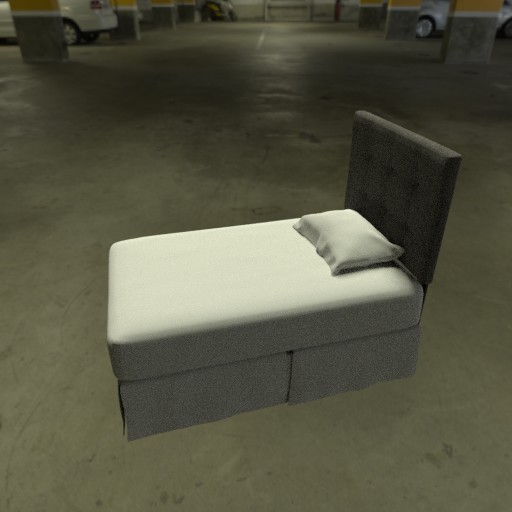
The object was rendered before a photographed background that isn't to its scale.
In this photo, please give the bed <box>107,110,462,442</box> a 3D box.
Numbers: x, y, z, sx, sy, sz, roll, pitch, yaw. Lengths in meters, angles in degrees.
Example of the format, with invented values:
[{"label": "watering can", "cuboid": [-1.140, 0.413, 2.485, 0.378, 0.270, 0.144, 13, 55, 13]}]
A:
[{"label": "bed", "cuboid": [0.000, 0.000, 2.976, 1.997, 1.571, 1.261, -8, 31, -13]}]
